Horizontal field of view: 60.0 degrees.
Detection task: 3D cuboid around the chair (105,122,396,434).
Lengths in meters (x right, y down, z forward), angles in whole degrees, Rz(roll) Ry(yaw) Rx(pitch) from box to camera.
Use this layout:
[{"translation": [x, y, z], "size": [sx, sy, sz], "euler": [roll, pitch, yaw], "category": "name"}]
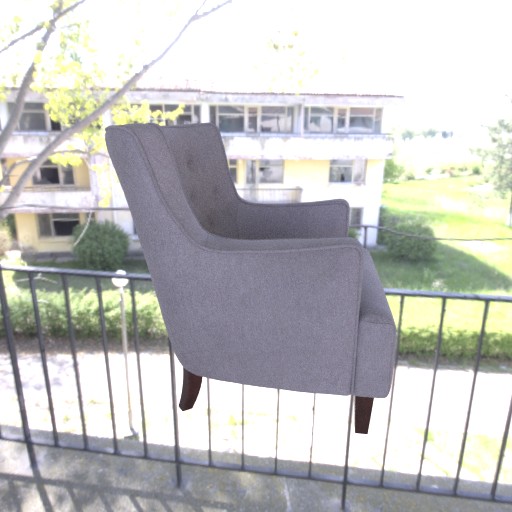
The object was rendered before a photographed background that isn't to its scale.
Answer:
[{"translation": [0.000, 0.000, 1.594], "size": [0.910, 0.919, 0.781], "euler": [2, 17, 8], "category": "chair"}]
